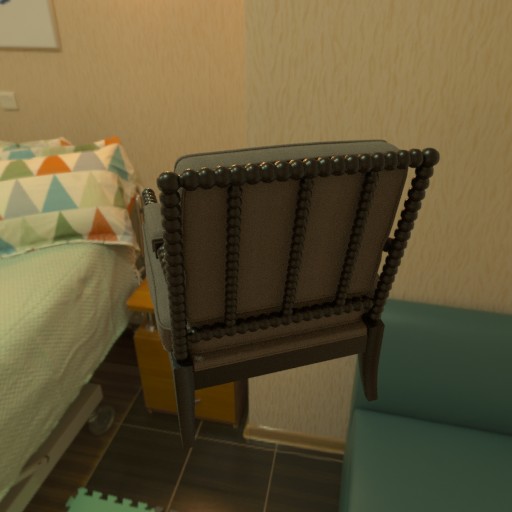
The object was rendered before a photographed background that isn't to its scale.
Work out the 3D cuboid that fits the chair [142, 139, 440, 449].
[{"bbox_3d":[0.000,0.000,1.118,0.540,0.661,0.622,-8,29,-15],"label":"chair"}]
